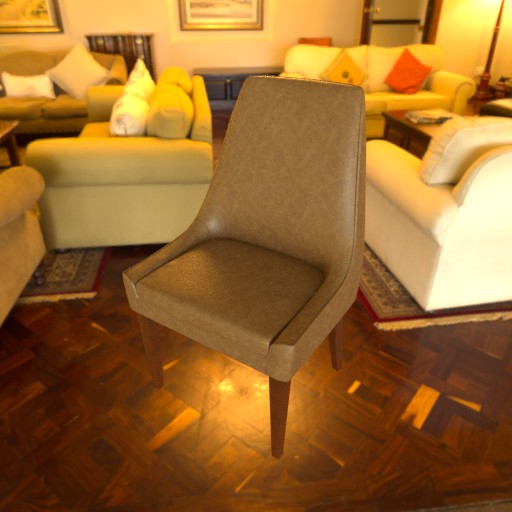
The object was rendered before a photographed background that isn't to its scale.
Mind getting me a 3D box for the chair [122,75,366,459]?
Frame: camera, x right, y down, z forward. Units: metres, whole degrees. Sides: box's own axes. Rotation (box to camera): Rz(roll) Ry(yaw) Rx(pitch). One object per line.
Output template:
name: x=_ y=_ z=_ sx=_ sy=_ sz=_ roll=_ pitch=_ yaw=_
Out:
chair: x=0.000 y=0.000 z=1.228 sx=0.529 sy=0.861 sz=0.544 roll=19 pitch=35 yaw=29
